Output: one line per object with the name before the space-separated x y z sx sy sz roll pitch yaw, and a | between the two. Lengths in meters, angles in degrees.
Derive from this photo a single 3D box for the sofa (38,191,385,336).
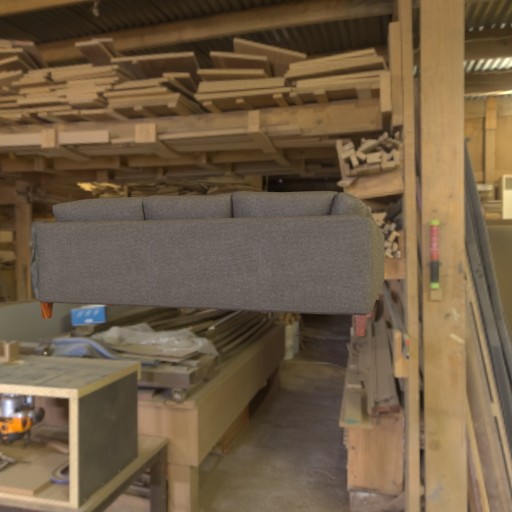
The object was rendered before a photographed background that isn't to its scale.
sofa | 0.000 0.000 4.739 2.594 0.961 3.460 0 1 18
